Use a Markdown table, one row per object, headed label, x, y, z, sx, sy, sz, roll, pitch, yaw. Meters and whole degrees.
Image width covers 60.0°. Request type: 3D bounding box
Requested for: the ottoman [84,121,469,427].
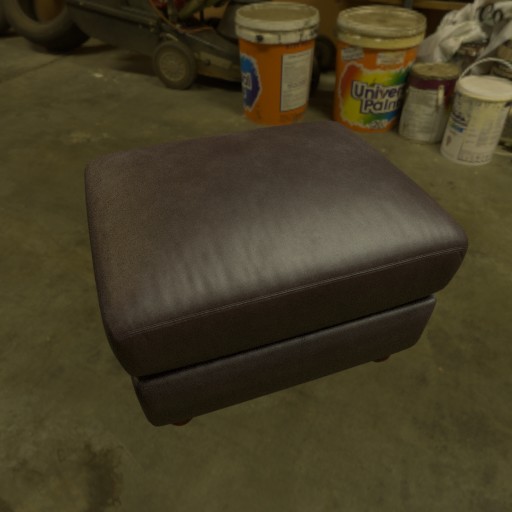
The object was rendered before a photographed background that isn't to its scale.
| label | x | y | z | sx | sy | sz | roll | pitch | yaw |
| --- | --- | --- | --- | --- | --- | --- | --- | --- | --- |
| ottoman | 0.000 | 0.000 | 1.227 | 0.806 | 0.569 | 0.670 | -13 | 42 | -15 |
